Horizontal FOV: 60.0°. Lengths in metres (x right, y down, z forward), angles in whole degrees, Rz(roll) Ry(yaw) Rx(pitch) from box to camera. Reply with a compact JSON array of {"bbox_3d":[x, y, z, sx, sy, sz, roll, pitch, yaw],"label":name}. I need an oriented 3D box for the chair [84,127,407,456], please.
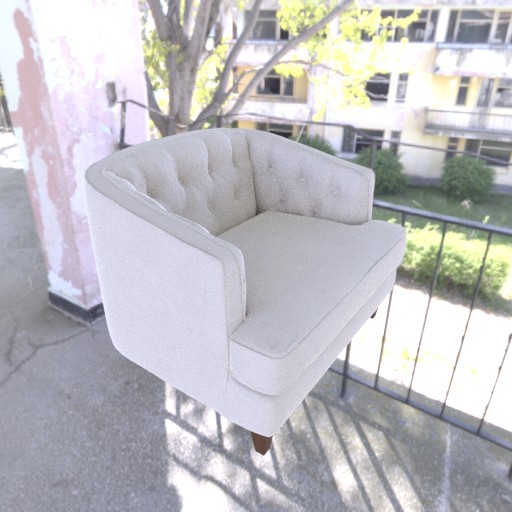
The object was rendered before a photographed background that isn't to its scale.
[{"bbox_3d":[0.000,0.000,1.802,0.941,0.852,1.104,18,32,31],"label":"chair"}]
